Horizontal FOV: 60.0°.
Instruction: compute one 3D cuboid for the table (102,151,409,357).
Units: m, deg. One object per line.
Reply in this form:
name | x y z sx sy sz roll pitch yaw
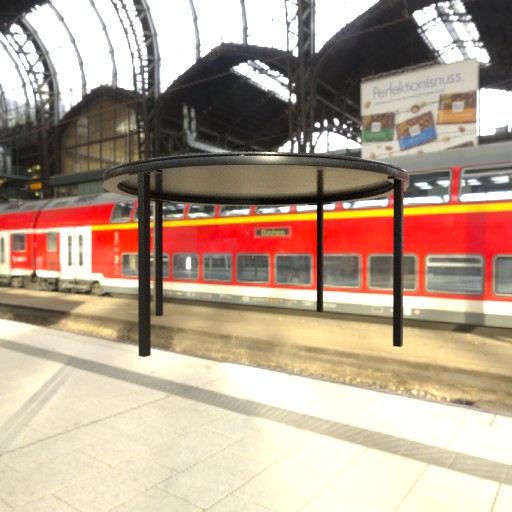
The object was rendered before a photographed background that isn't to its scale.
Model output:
table | 0.000 0.000 1.223 0.800 0.400 0.800 0 1 0
